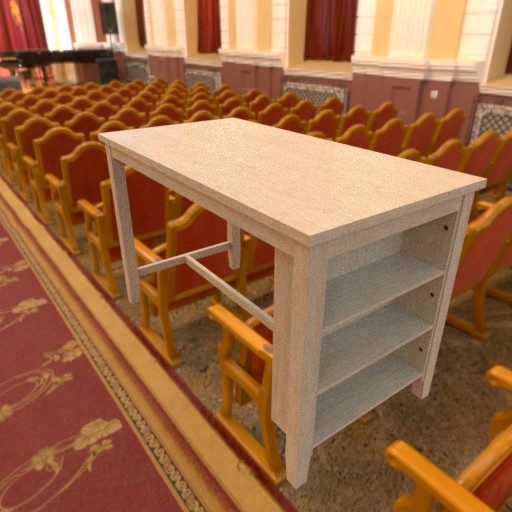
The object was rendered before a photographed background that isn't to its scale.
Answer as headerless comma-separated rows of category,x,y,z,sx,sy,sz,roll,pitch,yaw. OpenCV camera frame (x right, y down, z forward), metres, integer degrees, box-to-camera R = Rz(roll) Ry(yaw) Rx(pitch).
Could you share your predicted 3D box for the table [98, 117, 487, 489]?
table,0.000,0.000,1.861,0.729,0.874,1.397,-18,32,-32
